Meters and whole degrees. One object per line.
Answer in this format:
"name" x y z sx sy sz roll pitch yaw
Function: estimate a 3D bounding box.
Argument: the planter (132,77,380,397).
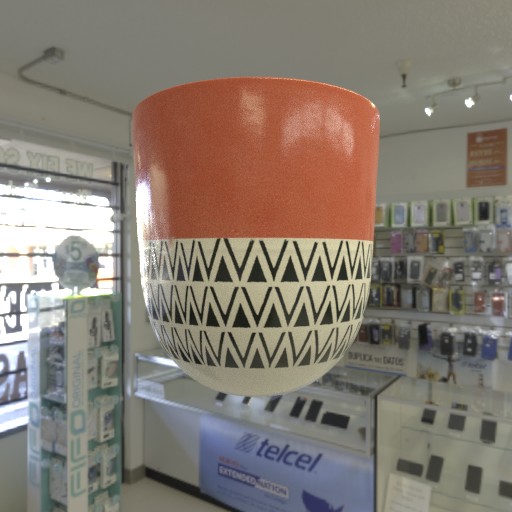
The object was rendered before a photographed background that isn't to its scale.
"planter" 0.000 0.000 0.361 0.195 0.214 0.195 0 0 0
